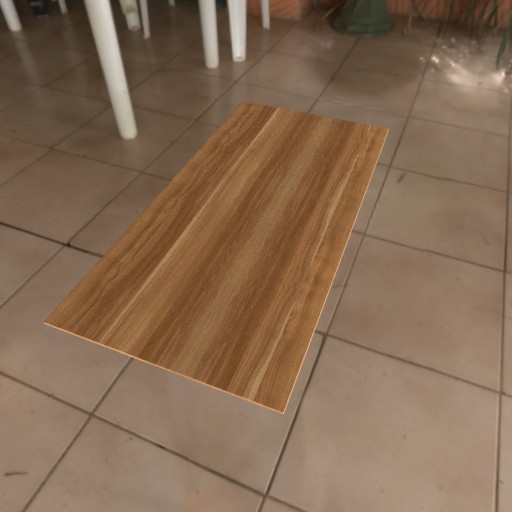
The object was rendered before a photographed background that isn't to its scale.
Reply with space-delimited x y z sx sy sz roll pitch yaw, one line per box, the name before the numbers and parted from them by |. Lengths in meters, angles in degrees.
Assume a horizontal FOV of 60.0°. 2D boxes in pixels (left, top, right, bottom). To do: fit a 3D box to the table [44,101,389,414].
table | 0.000 0.000 2.538 1.000 0.770 2.000 16 48 15
